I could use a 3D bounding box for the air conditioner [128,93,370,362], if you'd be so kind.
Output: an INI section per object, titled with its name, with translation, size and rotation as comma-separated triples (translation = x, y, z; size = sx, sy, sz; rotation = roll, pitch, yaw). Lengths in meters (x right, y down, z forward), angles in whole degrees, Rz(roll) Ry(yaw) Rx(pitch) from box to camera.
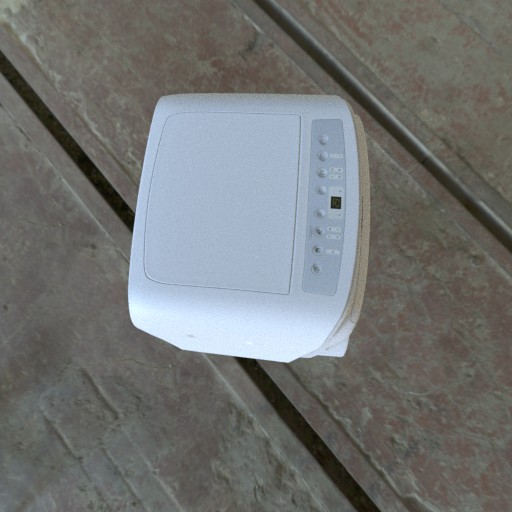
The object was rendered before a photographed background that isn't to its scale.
[air conditioner]
translation = 0.000, 0.000, 1.072
size = 0.467, 0.765, 0.478
rotation = 4, 76, 1
